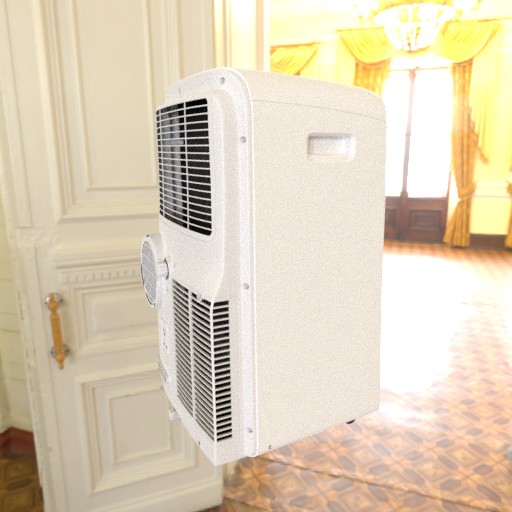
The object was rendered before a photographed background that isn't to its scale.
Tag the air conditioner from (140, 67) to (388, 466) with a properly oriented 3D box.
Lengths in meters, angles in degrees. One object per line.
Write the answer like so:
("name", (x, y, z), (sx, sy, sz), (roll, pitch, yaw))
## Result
("air conditioner", (0.000, 0.000, 1.047), (0.467, 0.765, 0.478), (-7, 15, -26))
